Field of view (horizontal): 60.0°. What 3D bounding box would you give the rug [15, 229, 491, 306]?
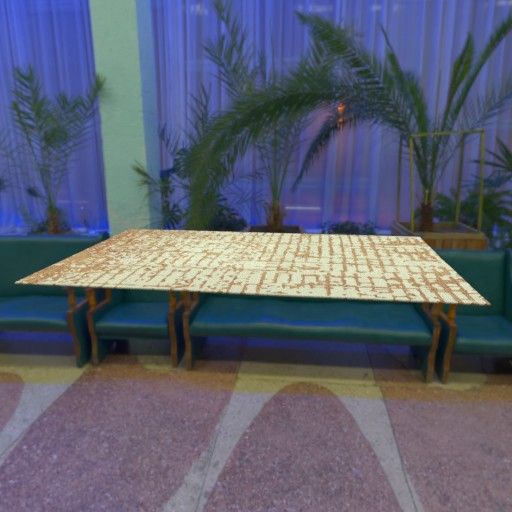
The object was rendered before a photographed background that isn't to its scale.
[{"bbox_3d":[0.000,0.000,2.965,2.435,0.011,1.517,2,15,7],"label":"rug"}]
